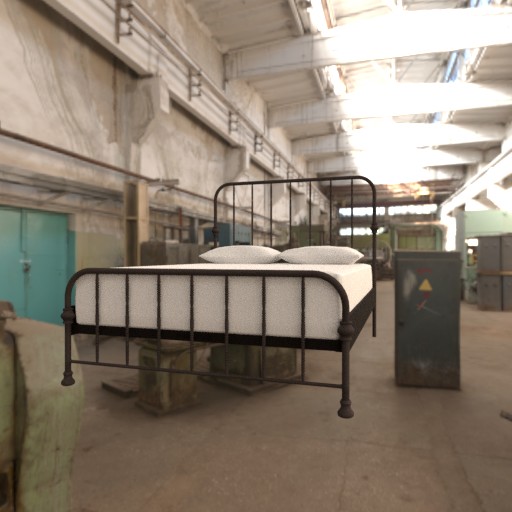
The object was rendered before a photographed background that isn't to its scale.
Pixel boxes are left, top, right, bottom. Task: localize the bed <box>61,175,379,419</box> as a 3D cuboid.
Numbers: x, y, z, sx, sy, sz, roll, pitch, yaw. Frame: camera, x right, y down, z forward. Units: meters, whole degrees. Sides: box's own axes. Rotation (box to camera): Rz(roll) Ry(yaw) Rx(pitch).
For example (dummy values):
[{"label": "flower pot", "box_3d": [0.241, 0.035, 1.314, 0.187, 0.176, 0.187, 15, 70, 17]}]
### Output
[{"label": "bed", "box_3d": [0.000, 0.000, 3.218, 1.616, 1.446, 2.134, 0, 0, 18]}]
